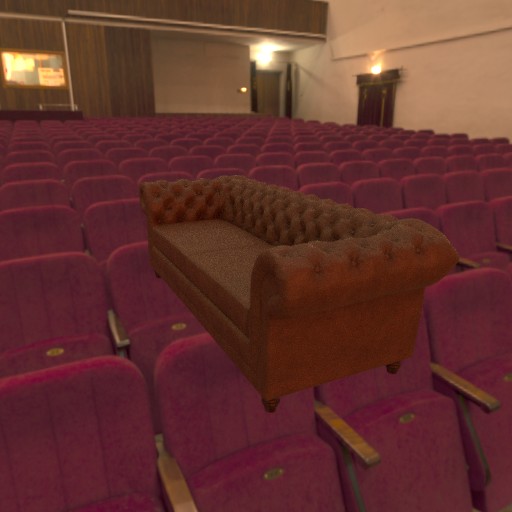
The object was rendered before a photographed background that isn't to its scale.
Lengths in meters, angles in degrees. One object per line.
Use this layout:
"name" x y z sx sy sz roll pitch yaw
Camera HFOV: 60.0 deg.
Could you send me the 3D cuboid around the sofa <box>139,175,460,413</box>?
"sofa" 0.000 0.000 2.810 0.944 0.783 2.385 -8 19 -25
